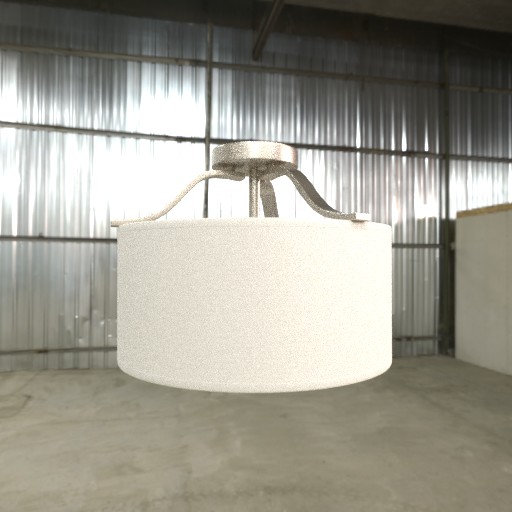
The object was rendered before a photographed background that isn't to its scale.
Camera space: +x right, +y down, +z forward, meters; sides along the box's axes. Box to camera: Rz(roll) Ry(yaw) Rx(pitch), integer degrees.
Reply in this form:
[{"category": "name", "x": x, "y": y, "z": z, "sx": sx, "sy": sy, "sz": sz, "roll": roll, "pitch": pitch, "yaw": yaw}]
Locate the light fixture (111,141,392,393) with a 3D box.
[{"category": "light fixture", "x": 0.000, "y": 0.000, "z": 0.652, "sx": 0.395, "sy": 0.304, "sz": 0.395, "roll": 0, "pitch": -1, "yaw": 0}]
